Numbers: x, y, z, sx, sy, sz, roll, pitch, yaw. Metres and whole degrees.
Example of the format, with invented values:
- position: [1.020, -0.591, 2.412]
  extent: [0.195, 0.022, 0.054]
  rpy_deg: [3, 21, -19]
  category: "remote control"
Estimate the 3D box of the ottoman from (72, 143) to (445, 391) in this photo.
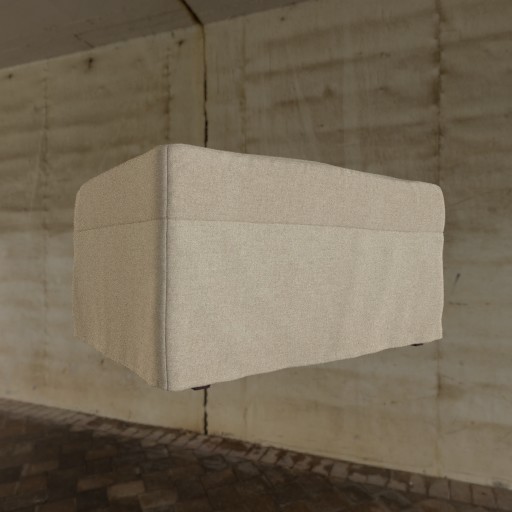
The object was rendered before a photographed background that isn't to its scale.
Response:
- position: [0.000, 0.000, 1.228]
  extent: [0.833, 0.485, 0.650]
  rpy_deg: [0, 1, -35]
  category: "ottoman"
